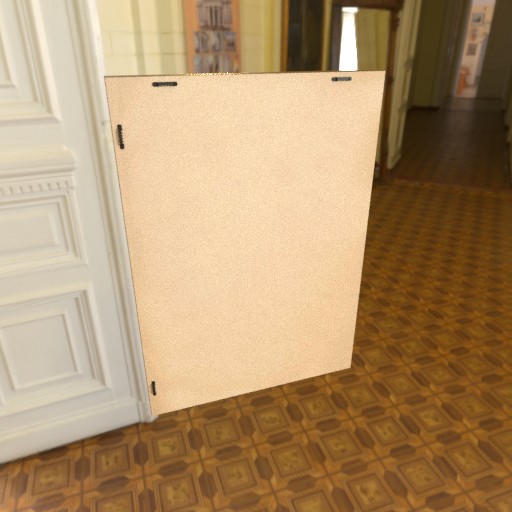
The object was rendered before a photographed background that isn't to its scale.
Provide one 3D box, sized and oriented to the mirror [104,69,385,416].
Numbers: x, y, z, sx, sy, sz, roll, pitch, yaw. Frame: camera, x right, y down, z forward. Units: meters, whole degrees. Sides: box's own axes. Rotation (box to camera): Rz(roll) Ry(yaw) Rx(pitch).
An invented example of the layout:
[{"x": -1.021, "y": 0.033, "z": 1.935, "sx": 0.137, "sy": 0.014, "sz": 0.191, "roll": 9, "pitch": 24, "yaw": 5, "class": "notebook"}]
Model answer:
[{"x": 0.000, "y": 0.000, "z": 0.929, "sx": 0.508, "sy": 0.711, "sz": 0.039, "roll": -9, "pitch": 27, "yaw": -17, "class": "mirror"}]
